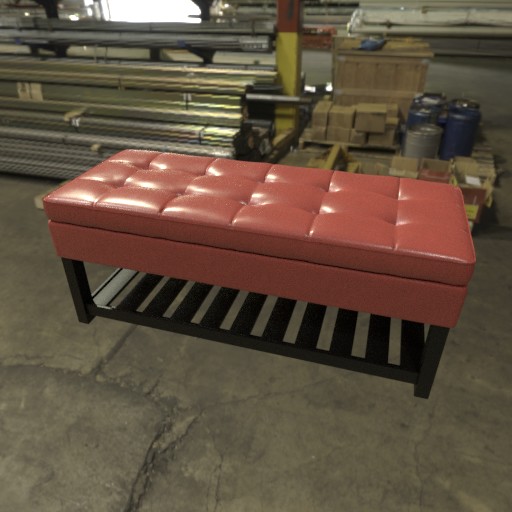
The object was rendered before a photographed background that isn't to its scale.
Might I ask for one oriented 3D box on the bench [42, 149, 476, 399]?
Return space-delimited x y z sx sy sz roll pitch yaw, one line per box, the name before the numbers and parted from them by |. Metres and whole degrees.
bench | 0.000 0.000 1.345 1.105 0.460 0.432 9 34 14
